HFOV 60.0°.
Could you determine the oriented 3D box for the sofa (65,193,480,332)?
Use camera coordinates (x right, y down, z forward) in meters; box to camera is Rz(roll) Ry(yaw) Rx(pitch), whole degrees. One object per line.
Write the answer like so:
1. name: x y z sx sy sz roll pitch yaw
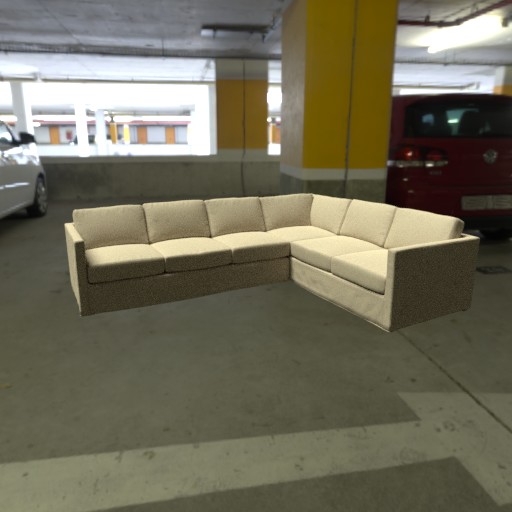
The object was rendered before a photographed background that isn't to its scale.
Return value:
1. sofa: 0.000 0.000 4.260 3.182 0.871 2.432 -8 16 -27
